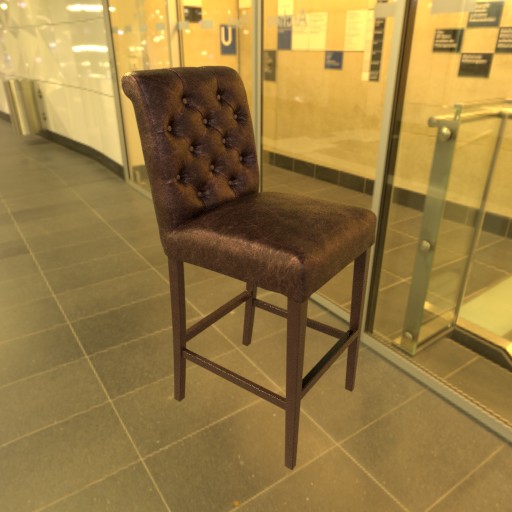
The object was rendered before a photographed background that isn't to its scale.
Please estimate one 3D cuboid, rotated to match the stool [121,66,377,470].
[{"bbox_3d":[0.000,0.000,1.505,0.659,1.168,0.483,17,30,32],"label":"stool"}]
